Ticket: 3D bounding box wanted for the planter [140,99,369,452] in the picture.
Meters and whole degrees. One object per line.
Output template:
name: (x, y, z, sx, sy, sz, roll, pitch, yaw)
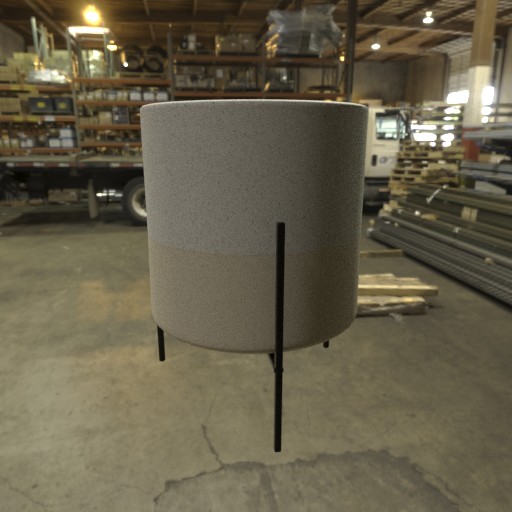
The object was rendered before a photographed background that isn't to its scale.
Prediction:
planter: (0.000, 0.000, 0.661, 0.313, 0.423, 0.335, -3, 15, -10)
